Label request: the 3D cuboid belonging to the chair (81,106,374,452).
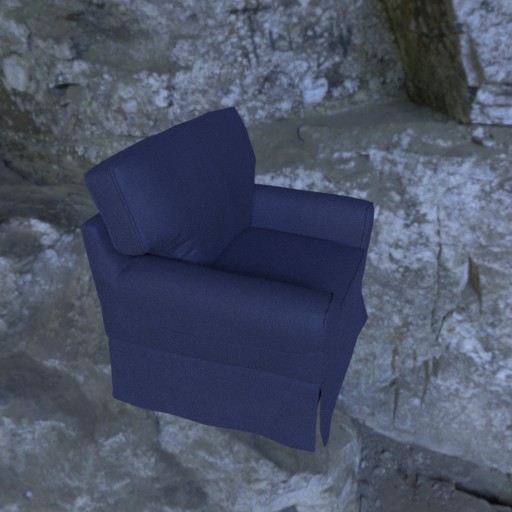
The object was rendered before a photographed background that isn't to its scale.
[{"bbox_3d":[0.000,0.000,2.027,1.002,1.140,1.119,11,31,18],"label":"chair"}]
